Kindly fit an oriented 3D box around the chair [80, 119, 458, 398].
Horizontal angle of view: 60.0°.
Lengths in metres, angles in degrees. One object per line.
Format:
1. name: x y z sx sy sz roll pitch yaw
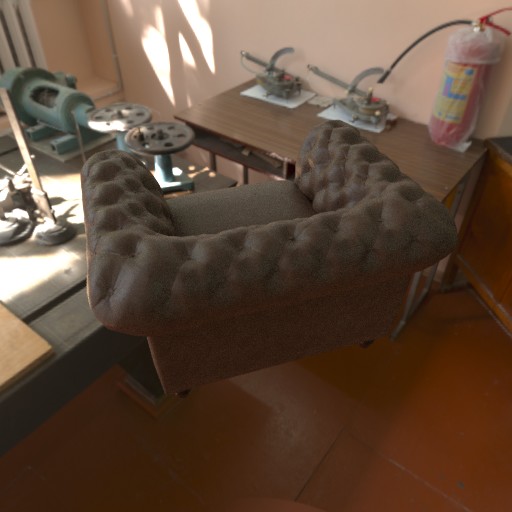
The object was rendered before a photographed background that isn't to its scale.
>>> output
1. chair: 0.000 0.000 1.895 1.298 0.784 0.954 -12 41 -14
